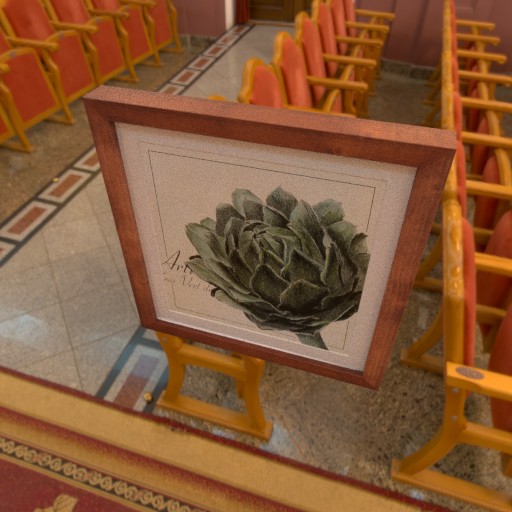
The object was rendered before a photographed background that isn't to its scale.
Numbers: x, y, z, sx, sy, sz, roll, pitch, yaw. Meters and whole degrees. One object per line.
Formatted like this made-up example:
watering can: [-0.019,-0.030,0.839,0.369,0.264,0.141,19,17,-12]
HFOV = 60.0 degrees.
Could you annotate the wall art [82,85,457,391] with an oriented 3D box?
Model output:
wall art: [0.000,0.000,0.577,0.386,0.385,0.038,12,42,14]
